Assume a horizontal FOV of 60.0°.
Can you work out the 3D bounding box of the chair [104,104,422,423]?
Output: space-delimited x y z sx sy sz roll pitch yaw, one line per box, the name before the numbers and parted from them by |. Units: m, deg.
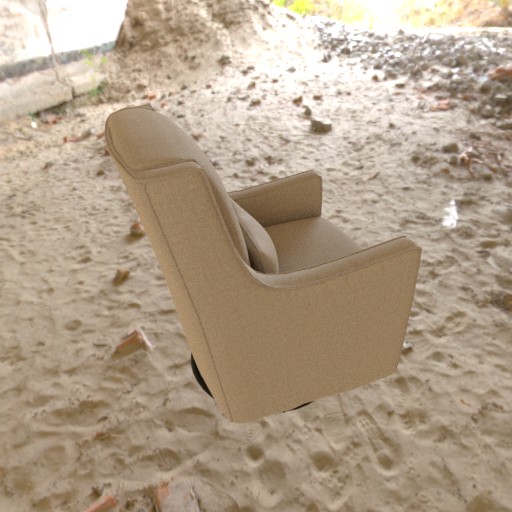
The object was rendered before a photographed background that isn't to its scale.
chair | 0.000 0.000 1.585 0.879 0.993 0.732 -12 33 -18
